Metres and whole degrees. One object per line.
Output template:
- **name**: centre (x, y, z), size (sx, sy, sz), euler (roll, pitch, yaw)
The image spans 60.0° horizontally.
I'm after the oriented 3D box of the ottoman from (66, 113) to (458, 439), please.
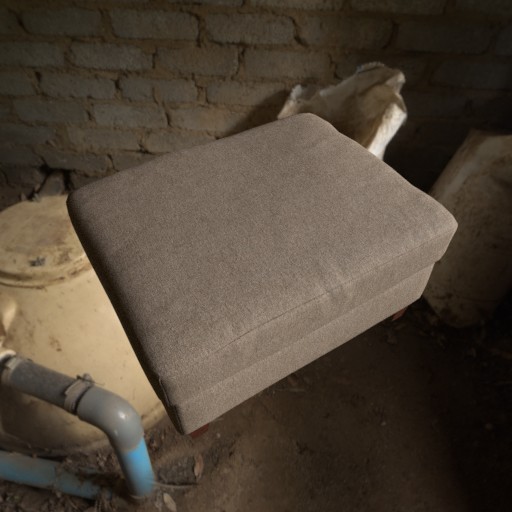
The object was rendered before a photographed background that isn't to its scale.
- **ottoman**: centre (0.000, 0.000, 1.351), size (0.889, 0.511, 0.692), euler (-25, 52, -21)
